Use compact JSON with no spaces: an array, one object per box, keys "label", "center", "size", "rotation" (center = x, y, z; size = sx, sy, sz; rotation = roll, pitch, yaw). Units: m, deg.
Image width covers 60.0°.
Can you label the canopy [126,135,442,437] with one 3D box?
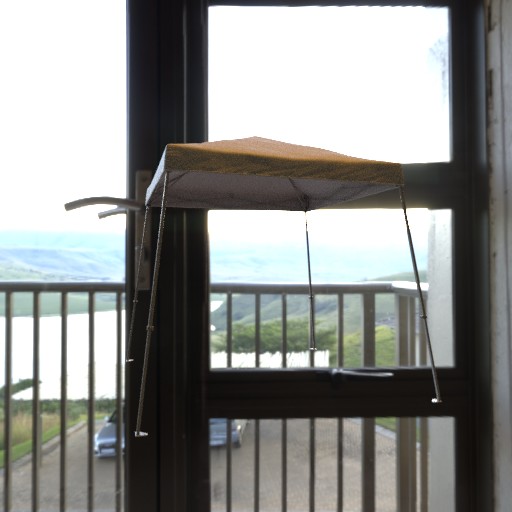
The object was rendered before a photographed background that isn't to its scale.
[{"label":"canopy","center":[0.000,0.000,5.218],"size":[2.848,2.849,2.849],"rotation":[0,-1,-18]}]
